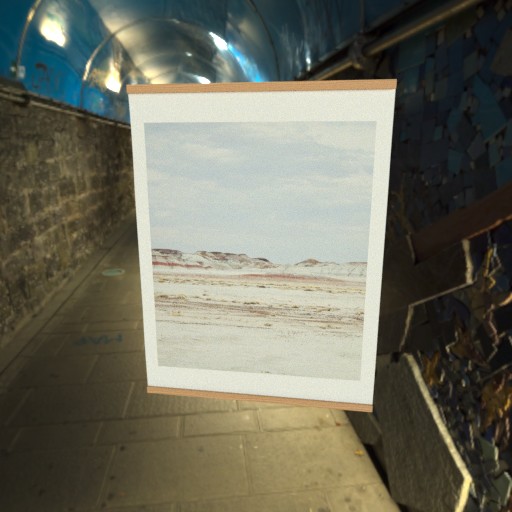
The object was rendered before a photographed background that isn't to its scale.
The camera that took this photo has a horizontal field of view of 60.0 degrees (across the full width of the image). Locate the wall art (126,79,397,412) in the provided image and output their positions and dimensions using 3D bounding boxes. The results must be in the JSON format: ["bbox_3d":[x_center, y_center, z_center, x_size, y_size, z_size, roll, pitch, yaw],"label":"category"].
[{"bbox_3d":[0.000,0.000,0.825,0.458,0.605,0.011,2,15,8],"label":"wall art"}]
